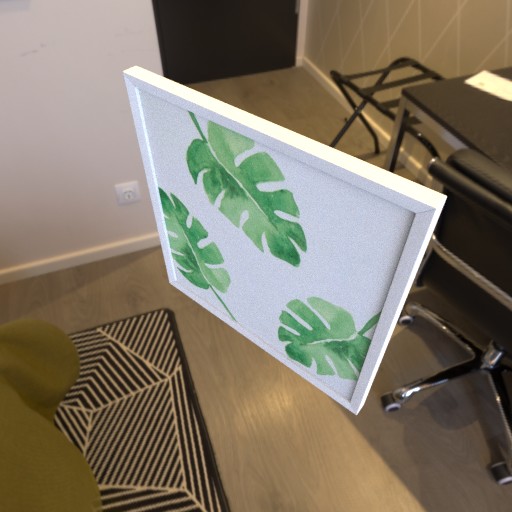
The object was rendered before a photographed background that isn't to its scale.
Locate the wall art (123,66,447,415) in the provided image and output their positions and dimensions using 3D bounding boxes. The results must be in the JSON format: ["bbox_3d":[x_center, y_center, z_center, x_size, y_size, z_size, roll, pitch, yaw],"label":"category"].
[{"bbox_3d":[0.000,0.000,1.144,0.762,0.762,0.040,31,54,26],"label":"wall art"}]
